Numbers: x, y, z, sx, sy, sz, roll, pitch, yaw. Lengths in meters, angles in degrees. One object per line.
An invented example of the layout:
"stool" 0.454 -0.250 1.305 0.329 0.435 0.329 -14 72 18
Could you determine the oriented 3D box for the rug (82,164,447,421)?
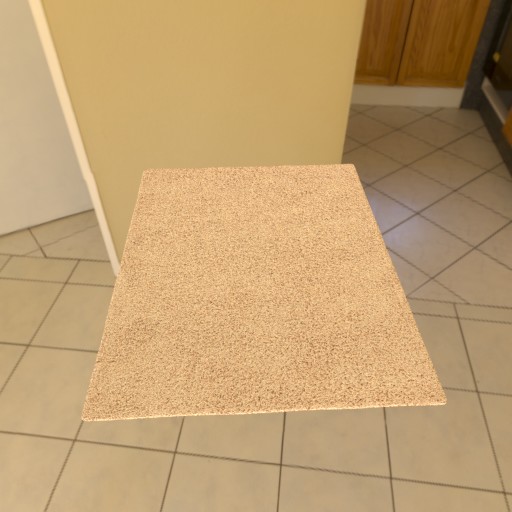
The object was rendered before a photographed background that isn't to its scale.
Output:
"rug" 0.000 0.000 4.046 2.438 0.029 3.047 -2 43 -2
